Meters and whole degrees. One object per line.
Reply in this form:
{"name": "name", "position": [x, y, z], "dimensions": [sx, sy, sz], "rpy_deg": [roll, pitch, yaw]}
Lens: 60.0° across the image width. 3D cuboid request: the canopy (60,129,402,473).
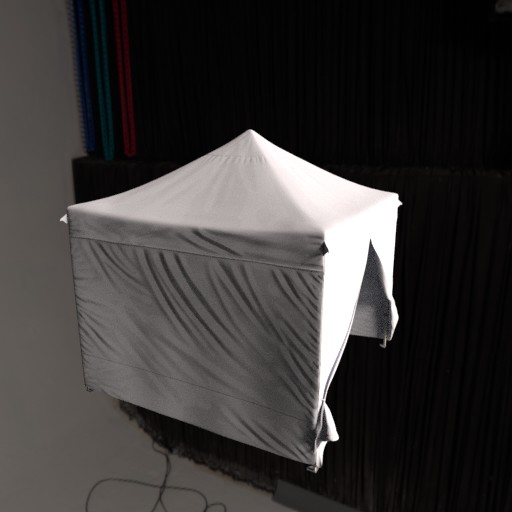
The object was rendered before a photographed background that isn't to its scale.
{"name": "canopy", "position": [0.000, 0.000, 5.461], "dimensions": [3.121, 2.997, 3.043], "rpy_deg": [8, 16, 27]}
